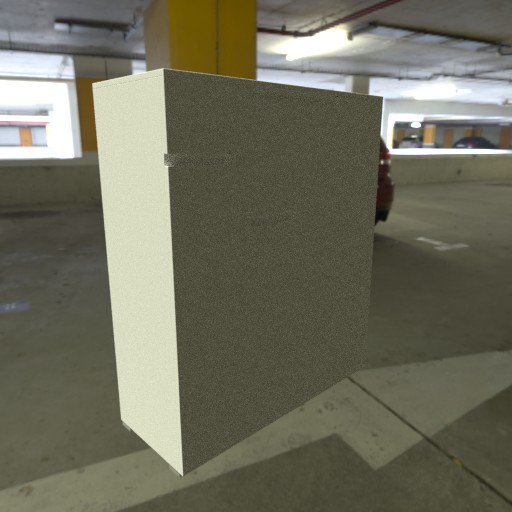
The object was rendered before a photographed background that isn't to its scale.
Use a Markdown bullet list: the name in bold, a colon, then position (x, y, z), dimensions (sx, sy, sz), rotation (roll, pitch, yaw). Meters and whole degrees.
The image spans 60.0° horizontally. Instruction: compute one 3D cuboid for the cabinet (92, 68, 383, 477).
- **cabinet**: position (0.000, 0.000, 1.695), dimensions (1.000, 1.190, 0.400), rotation (-13, 20, -42)
